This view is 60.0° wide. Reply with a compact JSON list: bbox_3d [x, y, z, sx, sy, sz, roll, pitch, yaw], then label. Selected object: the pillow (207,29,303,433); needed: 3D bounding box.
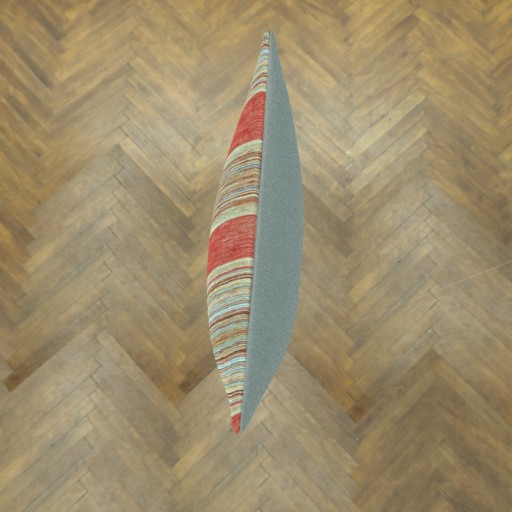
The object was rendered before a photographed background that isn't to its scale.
[{"bbox_3d":[0.000,0.000,0.646,0.136,0.419,0.437,4,77,1],"label":"pillow"}]
